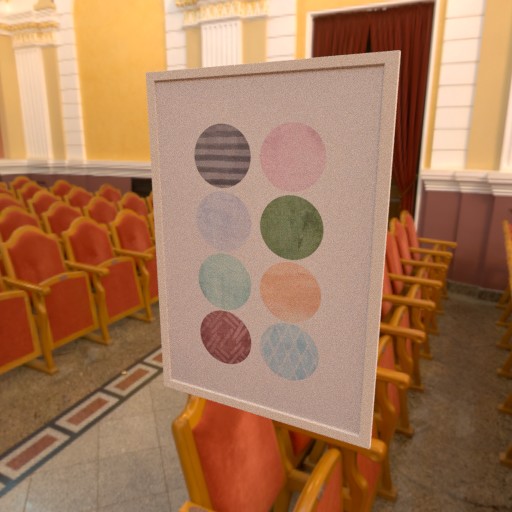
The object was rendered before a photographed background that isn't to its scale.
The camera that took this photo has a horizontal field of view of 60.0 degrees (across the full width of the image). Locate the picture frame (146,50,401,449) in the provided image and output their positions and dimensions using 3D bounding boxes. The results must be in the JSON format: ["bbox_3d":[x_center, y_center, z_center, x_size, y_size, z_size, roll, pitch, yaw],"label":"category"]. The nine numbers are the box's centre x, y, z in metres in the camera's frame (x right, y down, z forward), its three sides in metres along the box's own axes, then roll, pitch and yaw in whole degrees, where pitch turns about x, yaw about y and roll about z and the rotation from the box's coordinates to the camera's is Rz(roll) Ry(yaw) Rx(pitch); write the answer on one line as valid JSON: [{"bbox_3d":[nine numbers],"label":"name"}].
[{"bbox_3d":[0.000,0.000,1.165,0.659,0.940,0.013,7,16,26],"label":"picture frame"}]
